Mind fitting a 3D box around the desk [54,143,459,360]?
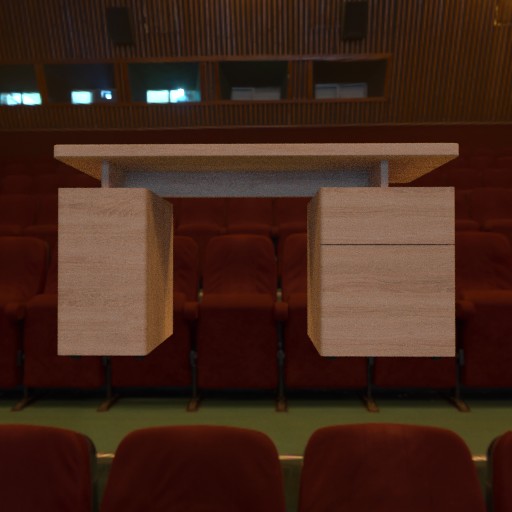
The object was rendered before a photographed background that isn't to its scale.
[{"bbox_3d":[0.000,0.000,1.784,1.400,0.760,0.550,0,0,1],"label":"desk"}]
